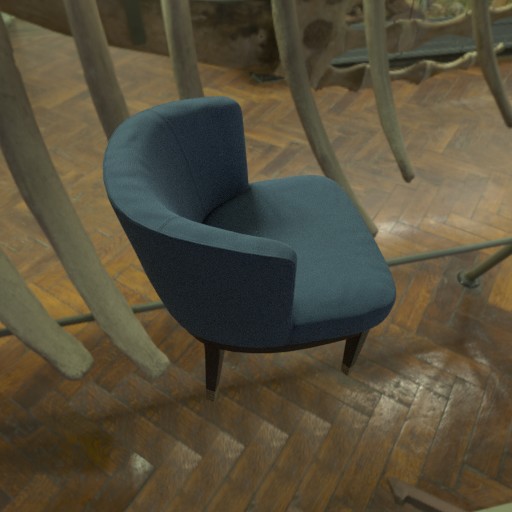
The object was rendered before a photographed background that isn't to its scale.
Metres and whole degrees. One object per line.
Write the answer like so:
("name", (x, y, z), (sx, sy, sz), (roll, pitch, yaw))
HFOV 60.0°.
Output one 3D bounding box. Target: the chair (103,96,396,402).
("chair", (0.000, 0.000, 1.310), (0.702, 0.760, 0.661), (-9, 47, -8))
